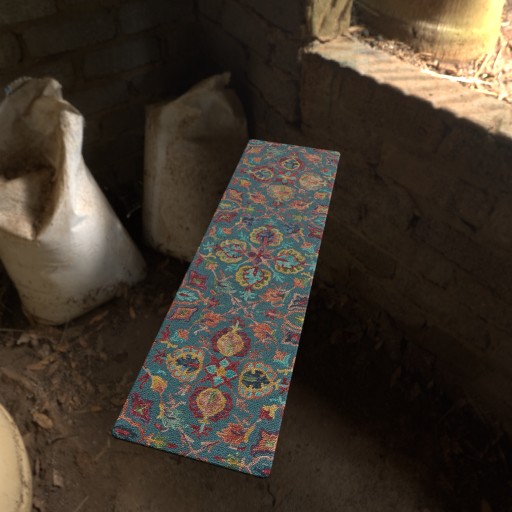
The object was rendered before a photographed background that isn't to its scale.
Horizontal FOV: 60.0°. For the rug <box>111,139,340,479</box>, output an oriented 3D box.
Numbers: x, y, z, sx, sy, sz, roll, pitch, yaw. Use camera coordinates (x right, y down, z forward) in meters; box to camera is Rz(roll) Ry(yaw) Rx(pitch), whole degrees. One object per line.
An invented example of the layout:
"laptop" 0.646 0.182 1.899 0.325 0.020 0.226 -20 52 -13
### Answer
"rug" 0.000 0.000 2.542 0.686 0.013 2.286 11 48 10
